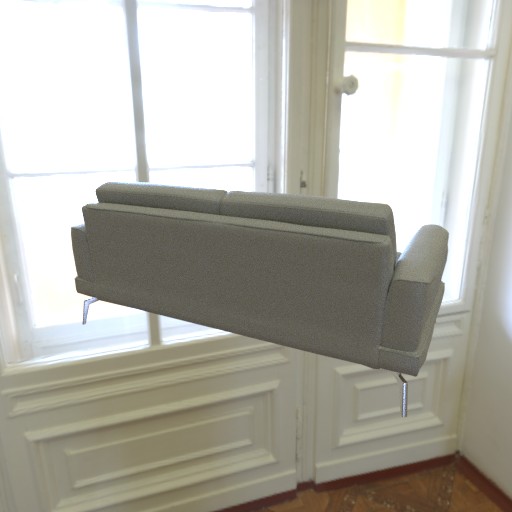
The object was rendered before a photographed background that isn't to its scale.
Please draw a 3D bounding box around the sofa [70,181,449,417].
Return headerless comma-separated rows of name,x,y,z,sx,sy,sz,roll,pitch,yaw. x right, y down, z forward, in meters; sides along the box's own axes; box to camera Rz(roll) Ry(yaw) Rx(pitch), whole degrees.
sofa,0.000,0.000,2.781,2.177,0.930,1.121,9,19,26
